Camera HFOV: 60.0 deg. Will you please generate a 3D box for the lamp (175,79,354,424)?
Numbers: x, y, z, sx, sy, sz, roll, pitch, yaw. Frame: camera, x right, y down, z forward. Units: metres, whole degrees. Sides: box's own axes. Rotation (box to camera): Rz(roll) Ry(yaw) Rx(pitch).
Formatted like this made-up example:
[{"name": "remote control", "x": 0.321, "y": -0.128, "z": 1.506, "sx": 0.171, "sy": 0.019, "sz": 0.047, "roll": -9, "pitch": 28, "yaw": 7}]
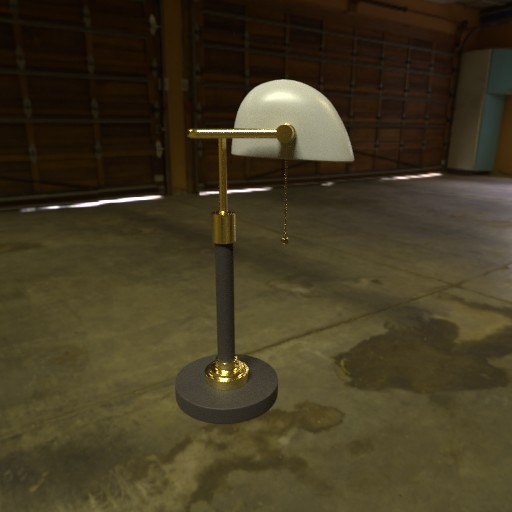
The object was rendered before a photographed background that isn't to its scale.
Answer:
[{"name": "lamp", "x": 0.000, "y": 0.000, "z": 0.564, "sx": 0.227, "sy": 0.404, "sz": 0.269, "roll": 3, "pitch": 16, "yaw": 10}]
